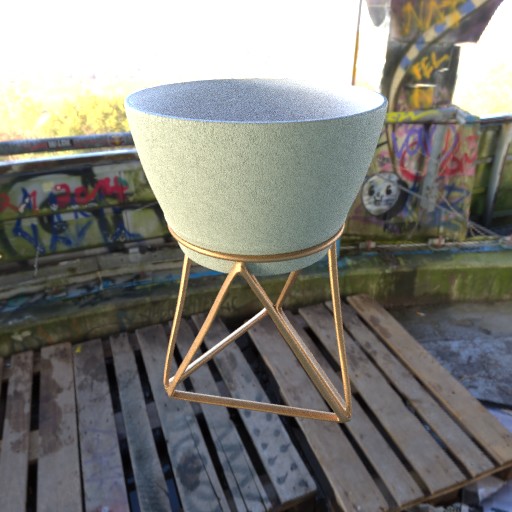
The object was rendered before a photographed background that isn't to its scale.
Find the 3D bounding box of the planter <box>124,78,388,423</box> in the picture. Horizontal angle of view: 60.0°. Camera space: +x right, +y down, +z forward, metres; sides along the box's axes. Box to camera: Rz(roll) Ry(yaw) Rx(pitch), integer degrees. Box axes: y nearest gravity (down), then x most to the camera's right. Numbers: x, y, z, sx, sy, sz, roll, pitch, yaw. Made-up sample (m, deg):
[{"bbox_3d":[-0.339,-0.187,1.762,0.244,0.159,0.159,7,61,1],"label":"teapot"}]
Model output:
[{"bbox_3d":[0.000,0.000,0.728,0.350,0.504,0.350,-10,31,-18],"label":"planter"}]
